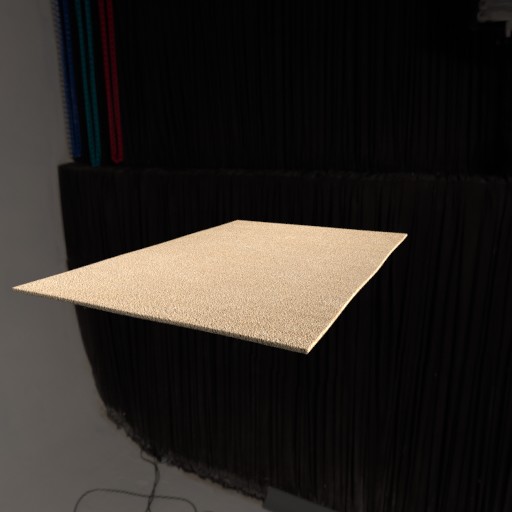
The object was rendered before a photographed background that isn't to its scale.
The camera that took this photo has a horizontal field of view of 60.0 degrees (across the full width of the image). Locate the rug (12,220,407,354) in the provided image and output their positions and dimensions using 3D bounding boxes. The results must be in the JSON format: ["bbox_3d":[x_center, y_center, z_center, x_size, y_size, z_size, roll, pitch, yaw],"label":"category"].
[{"bbox_3d":[0.000,0.000,3.337,1.800,0.025,2.699,7,15,26],"label":"rug"}]
